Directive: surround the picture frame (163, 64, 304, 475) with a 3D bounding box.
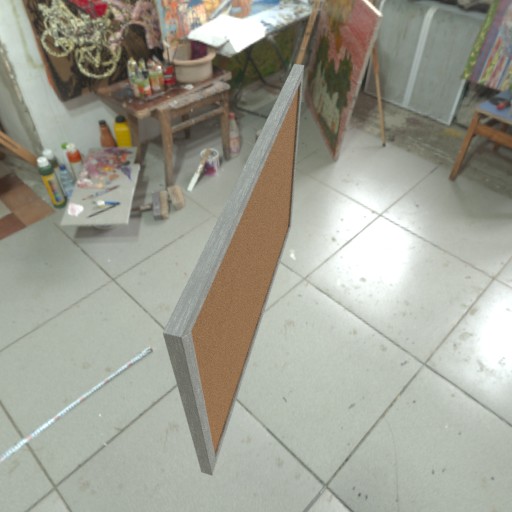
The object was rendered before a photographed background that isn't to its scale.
[{"bbox_3d":[0.000,0.000,1.204,0.029,0.640,0.950,11,48,10],"label":"picture frame"}]
